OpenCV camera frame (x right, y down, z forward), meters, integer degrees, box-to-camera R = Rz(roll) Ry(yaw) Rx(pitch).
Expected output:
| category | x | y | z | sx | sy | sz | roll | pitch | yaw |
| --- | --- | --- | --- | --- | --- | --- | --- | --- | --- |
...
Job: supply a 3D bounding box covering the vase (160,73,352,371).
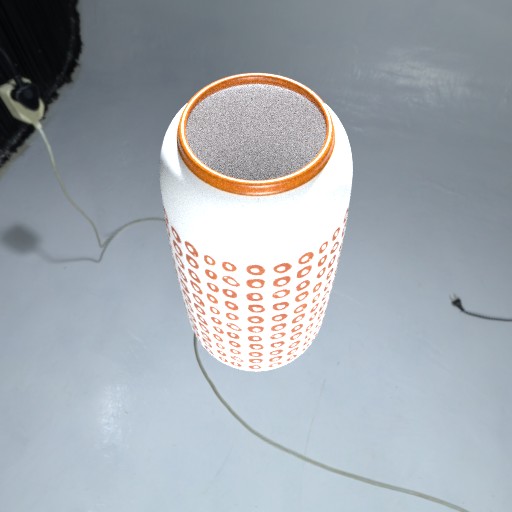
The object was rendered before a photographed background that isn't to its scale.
| category | x | y | z | sx | sy | sz | roll | pitch | yaw |
| --- | --- | --- | --- | --- | --- | --- | --- | --- | --- |
| vase | 0.000 | 0.000 | 0.355 | 0.133 | 0.282 | 0.133 | 0 | 61 | 0 |
